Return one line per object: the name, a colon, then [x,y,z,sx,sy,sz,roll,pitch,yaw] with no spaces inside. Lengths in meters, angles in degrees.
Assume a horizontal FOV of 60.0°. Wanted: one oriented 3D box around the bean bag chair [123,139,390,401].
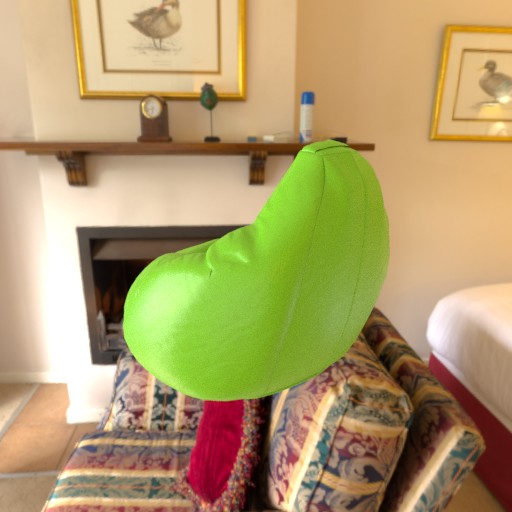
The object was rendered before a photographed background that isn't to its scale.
bean bag chair: [0.000,0.000,1.918,1.070,0.990,1.070,-14,22,-41]
